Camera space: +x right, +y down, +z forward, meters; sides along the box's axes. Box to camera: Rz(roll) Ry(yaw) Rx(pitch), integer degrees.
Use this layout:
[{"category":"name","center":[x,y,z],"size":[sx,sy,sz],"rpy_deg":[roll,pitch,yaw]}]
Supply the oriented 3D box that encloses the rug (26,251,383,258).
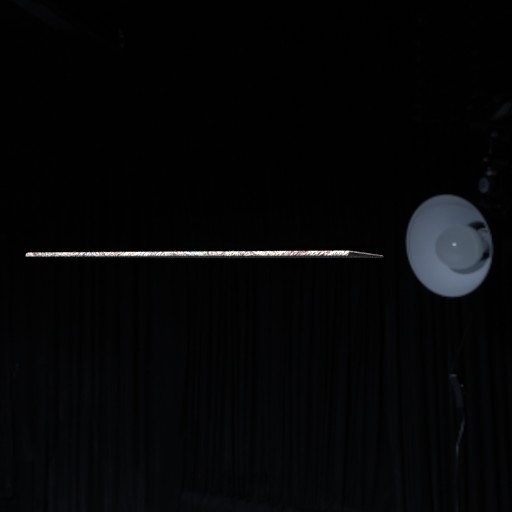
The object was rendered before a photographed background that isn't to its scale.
[{"category":"rug","center":[0.000,0.000,2.208],"size":[1.143,0.014,1.761],"rpy_deg":[0,0,19]}]
